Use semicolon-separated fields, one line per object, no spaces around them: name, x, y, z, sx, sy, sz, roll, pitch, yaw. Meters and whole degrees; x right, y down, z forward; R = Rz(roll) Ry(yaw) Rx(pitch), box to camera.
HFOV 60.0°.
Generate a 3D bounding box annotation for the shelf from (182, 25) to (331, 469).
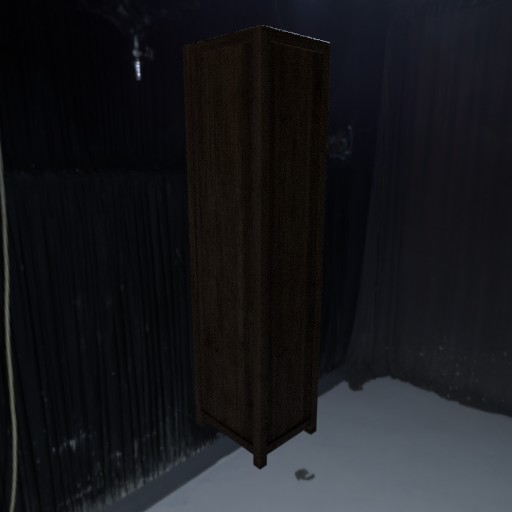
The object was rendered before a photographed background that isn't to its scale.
shelf;0.000;0.000;2.164;0.428;1.900;0.500;-13;19;-42
